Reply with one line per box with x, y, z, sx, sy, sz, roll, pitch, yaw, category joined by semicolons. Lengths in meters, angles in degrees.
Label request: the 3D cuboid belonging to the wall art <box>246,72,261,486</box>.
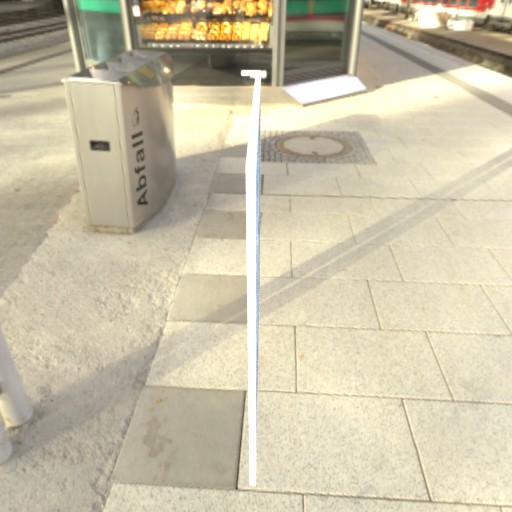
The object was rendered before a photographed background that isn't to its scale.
0.000;0.000;1.210;0.015;0.812;0.812;1;31;1;wall art
